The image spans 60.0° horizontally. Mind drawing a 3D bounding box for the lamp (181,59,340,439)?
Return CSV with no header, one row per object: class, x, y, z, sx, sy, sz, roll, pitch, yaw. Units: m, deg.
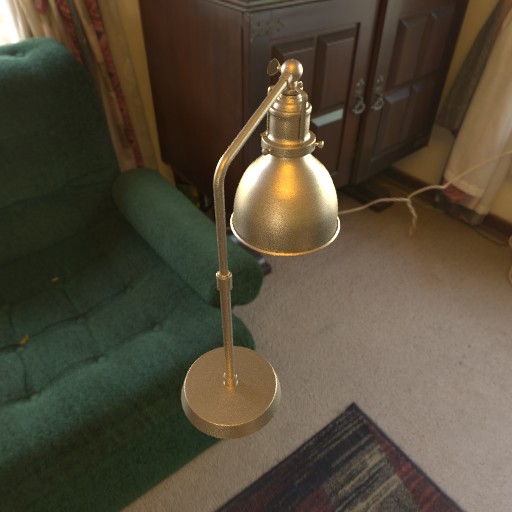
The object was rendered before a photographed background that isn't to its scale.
lamp,0.000,0.000,0.578,0.153,0.456,0.286,24,46,26
